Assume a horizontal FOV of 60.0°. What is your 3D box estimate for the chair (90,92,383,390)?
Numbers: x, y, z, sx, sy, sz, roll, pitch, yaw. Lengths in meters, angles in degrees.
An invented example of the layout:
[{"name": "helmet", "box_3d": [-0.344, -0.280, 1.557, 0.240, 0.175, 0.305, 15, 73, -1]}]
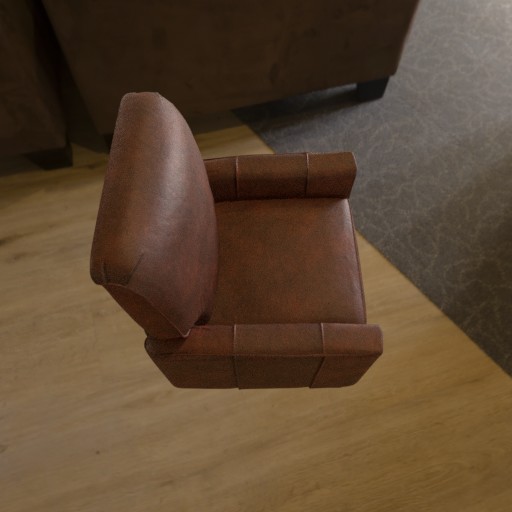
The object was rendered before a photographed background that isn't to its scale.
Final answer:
[{"name": "chair", "box_3d": [0.000, 0.000, 1.667, 0.836, 1.043, 0.843, 0, 61, 0]}]
